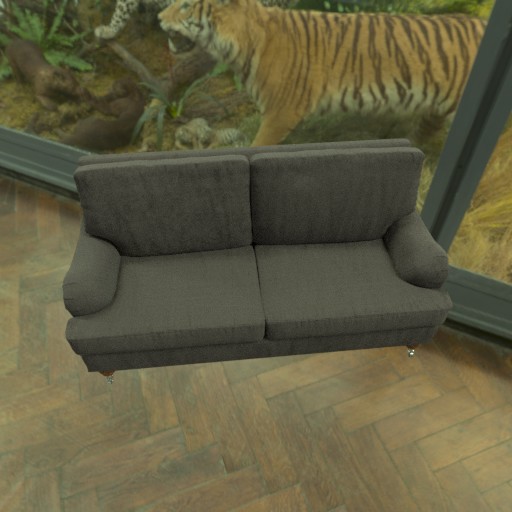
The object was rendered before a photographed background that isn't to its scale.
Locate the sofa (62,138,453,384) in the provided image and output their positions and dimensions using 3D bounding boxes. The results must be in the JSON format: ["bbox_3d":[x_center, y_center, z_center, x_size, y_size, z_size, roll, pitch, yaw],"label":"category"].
[{"bbox_3d":[0.000,0.000,2.752,2.165,1.087,1.086,-4,47,-4],"label":"sofa"}]
